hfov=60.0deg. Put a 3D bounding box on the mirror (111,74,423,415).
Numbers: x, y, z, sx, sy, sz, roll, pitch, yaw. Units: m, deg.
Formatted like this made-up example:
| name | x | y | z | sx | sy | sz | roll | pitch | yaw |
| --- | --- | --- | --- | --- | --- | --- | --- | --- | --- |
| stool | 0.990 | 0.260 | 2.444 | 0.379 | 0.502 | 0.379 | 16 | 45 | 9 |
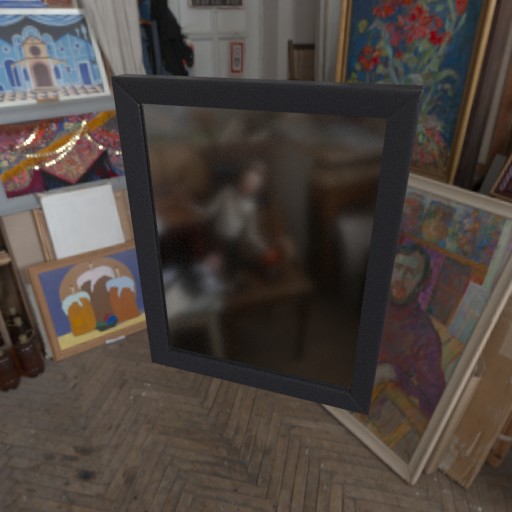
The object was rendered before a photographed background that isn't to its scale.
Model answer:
| name | x | y | z | sx | sy | sz | roll | pitch | yaw |
| --- | --- | --- | --- | --- | --- | --- | --- | --- | --- |
| mirror | 0.000 | 0.000 | 0.685 | 0.405 | 0.508 | 0.041 | 9 | 29 | 16 |
